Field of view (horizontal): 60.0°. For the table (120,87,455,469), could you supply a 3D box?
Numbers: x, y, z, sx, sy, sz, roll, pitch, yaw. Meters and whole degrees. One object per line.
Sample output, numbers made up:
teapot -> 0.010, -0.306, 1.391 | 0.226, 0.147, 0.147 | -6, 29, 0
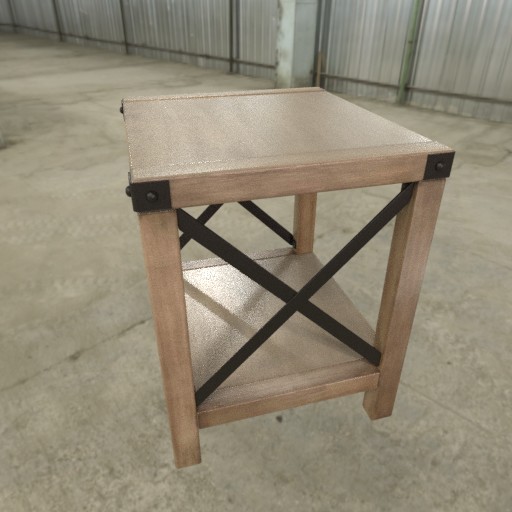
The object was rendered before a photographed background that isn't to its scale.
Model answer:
table -> 0.000, 0.000, 0.916 | 0.459, 0.561, 0.510 | -8, 32, -13
